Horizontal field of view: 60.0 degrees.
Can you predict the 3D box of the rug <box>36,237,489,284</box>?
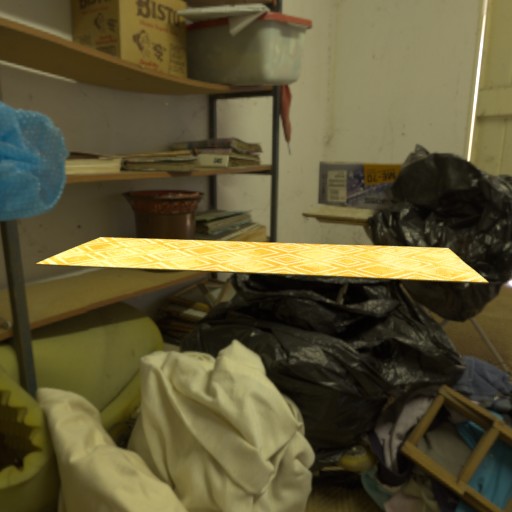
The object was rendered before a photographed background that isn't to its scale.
[{"bbox_3d":[0.000,0.000,2.718,2.438,0.010,0.775,2,14,8],"label":"rug"}]
